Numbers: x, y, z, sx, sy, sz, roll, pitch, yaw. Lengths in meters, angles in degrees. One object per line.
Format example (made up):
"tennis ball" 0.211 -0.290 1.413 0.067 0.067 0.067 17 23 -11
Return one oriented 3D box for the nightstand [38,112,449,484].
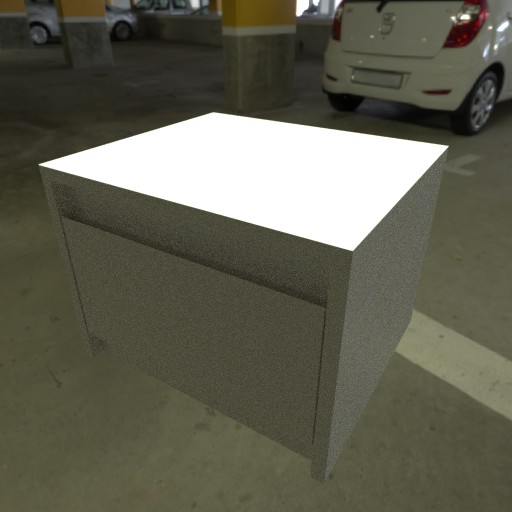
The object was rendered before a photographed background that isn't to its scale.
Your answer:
"nightstand" 0.000 0.000 0.754 0.470 0.351 0.408 17 34 28
